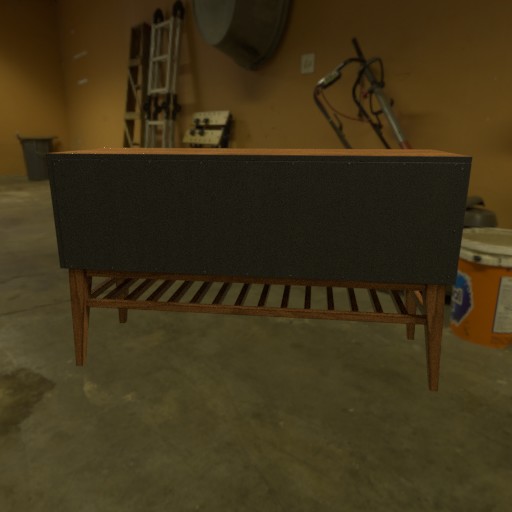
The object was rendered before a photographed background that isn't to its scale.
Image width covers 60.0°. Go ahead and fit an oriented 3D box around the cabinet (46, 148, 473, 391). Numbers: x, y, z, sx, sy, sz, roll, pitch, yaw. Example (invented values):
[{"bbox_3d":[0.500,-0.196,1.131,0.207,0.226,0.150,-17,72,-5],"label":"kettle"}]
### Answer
[{"bbox_3d":[0.000,0.000,1.742,1.363,0.802,0.477,2,16,7],"label":"cabinet"}]
